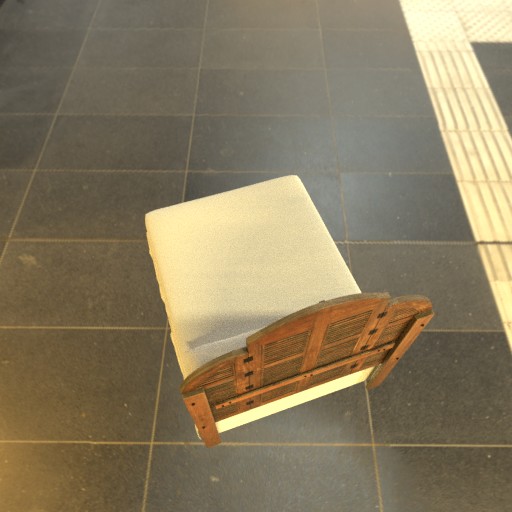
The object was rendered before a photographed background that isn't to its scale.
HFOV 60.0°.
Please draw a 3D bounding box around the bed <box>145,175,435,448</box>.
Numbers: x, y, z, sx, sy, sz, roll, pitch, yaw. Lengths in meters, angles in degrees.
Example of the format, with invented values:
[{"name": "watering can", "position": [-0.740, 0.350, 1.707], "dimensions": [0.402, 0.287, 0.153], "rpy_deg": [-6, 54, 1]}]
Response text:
[{"name": "bed", "position": [0.000, 0.000, 3.548], "dimensions": [1.713, 2.019, 2.138], "rpy_deg": [-16, 58, -10]}]
